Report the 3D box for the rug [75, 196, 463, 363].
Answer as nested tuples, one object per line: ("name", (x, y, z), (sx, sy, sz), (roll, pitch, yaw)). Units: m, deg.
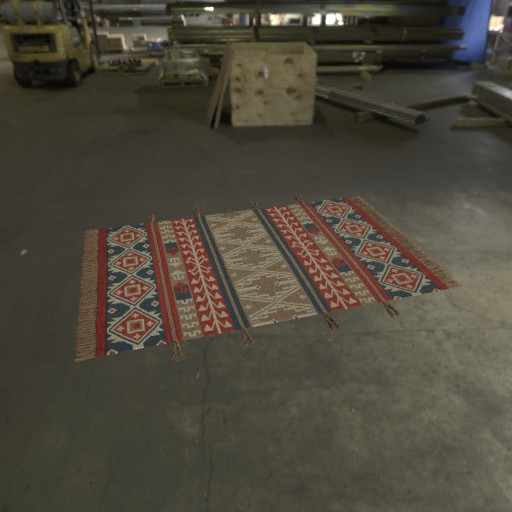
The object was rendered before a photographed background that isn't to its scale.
("rug", (0.000, 0.000, 3.234), (2.450, 0.048, 1.778), (-9, 33, -14))
